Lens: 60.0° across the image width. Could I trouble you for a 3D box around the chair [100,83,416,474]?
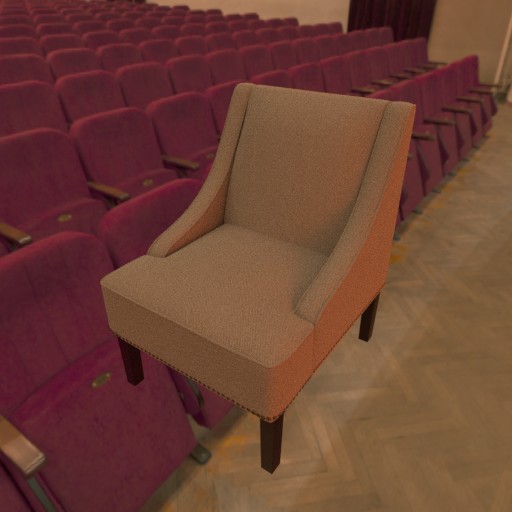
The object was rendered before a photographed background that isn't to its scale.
[{"bbox_3d":[0.000,0.000,1.378,0.628,0.872,0.748,20,36,30],"label":"chair"}]
